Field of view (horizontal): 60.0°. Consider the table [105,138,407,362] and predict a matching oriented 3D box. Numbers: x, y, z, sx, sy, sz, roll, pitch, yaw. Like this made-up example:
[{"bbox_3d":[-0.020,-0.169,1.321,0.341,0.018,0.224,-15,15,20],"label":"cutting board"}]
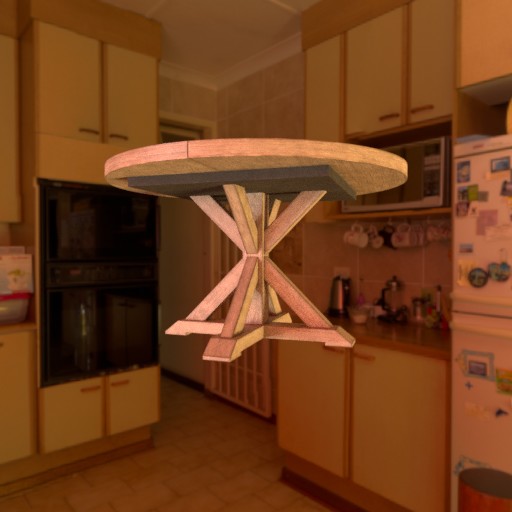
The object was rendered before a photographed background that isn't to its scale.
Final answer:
[{"bbox_3d":[0.000,0.000,2.108,1.363,0.781,1.363,0,1,0],"label":"table"}]
